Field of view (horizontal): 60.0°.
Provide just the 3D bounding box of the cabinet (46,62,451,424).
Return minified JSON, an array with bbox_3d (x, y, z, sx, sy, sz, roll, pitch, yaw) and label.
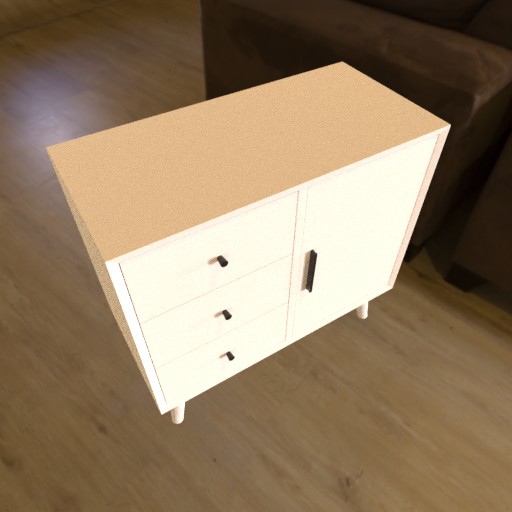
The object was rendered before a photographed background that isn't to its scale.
[{"bbox_3d":[0.000,0.000,1.242,0.800,0.761,0.398,-24,52,-21],"label":"cabinet"}]
